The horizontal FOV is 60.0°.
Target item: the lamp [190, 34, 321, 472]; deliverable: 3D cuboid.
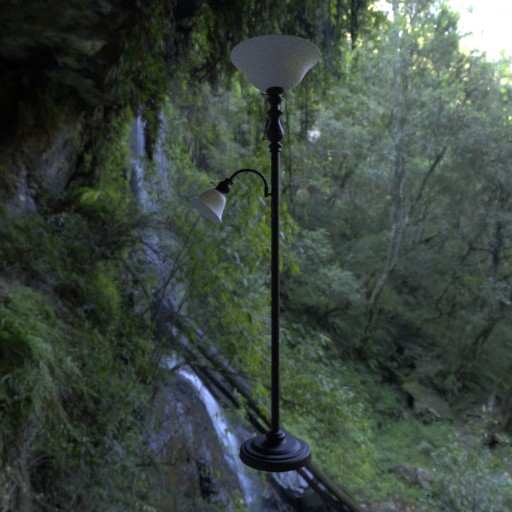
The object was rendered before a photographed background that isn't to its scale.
[{"bbox_3d":[0.000,0.000,1.957,0.588,1.793,0.405,0,-1,-19],"label":"lamp"}]
